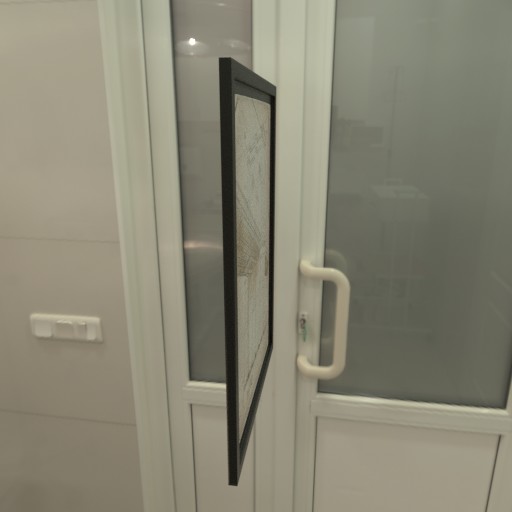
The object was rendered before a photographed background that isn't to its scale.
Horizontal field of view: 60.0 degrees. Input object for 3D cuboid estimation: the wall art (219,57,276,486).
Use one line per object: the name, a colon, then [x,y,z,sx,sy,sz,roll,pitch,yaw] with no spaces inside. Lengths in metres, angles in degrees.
wall art: [0.000,0.000,0.871,0.016,0.657,0.480,3,17,9]
